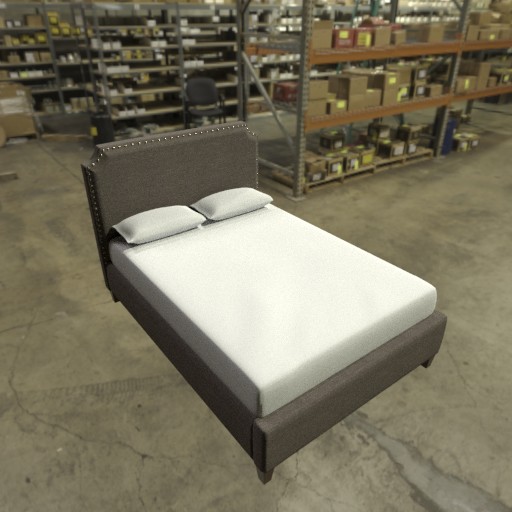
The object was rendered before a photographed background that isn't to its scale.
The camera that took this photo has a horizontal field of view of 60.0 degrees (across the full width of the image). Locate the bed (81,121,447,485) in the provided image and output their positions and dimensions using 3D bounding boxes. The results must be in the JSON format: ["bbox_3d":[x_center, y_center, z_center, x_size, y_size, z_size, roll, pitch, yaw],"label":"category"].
[{"bbox_3d":[0.000,0.000,3.438,1.713,1.457,2.381,-20,35,-32],"label":"bed"}]
